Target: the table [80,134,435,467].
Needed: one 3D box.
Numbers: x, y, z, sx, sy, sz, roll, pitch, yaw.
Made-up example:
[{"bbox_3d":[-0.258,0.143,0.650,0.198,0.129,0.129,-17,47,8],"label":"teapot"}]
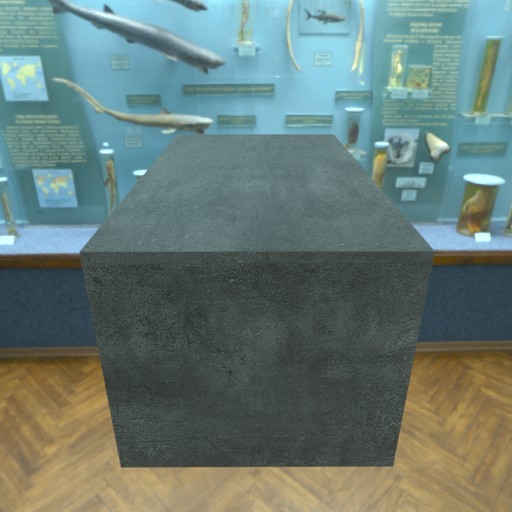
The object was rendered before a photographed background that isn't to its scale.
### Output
[{"bbox_3d":[0.000,0.000,0.889,0.400,0.350,0.700,0,26,0],"label":"table"}]
